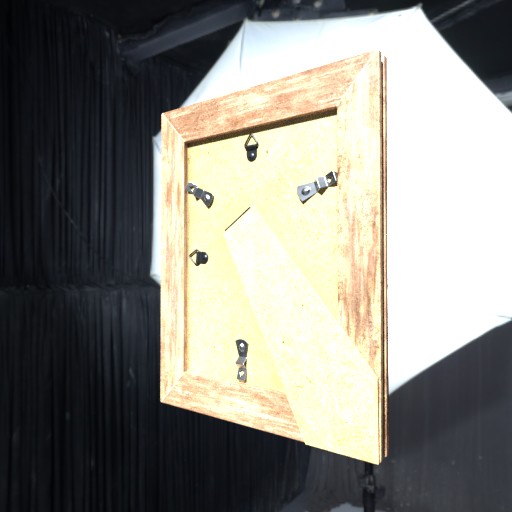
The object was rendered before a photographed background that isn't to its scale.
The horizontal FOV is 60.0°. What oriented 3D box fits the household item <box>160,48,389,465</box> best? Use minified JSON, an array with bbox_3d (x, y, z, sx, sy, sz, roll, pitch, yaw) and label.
[{"bbox_3d":[0.000,0.000,0.314,0.186,0.237,0.018,-1,-1,37],"label":"household item"}]
